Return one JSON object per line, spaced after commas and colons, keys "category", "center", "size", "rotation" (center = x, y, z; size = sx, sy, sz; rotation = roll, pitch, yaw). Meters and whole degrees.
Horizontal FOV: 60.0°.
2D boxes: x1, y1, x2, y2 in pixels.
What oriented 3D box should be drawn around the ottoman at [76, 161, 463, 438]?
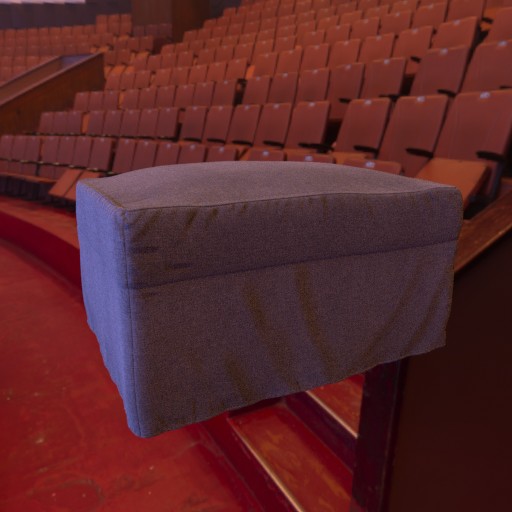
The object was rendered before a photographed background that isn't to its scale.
{"category": "ottoman", "center": [0.000, 0.000, 1.198], "size": [0.833, 0.492, 0.652], "rotation": [-8, 17, -27]}
